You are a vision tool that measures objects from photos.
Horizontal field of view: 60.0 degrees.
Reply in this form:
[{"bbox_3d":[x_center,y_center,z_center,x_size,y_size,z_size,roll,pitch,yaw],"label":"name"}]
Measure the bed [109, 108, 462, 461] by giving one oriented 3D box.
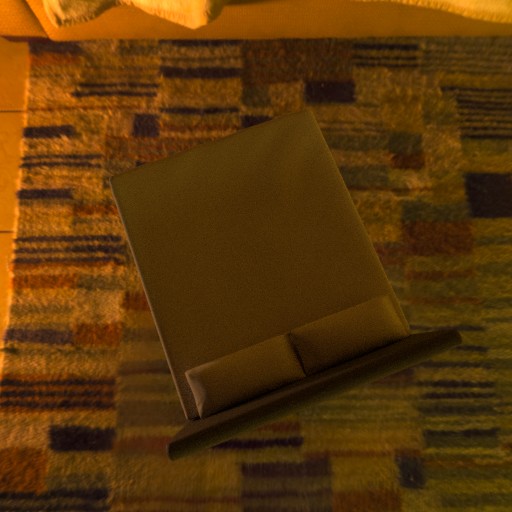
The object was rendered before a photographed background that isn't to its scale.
[{"bbox_3d":[0.000,0.000,3.343,1.884,1.330,2.142,-20,78,-5],"label":"bed"}]
